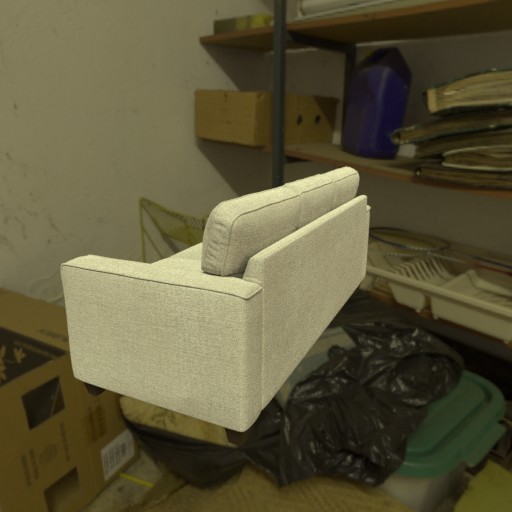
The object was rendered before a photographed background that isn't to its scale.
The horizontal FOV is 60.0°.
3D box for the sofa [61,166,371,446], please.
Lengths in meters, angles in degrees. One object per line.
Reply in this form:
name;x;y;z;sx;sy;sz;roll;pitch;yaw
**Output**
sofa;0.000;0.000;2.702;0.939;0.965;2.133;8;18;25
